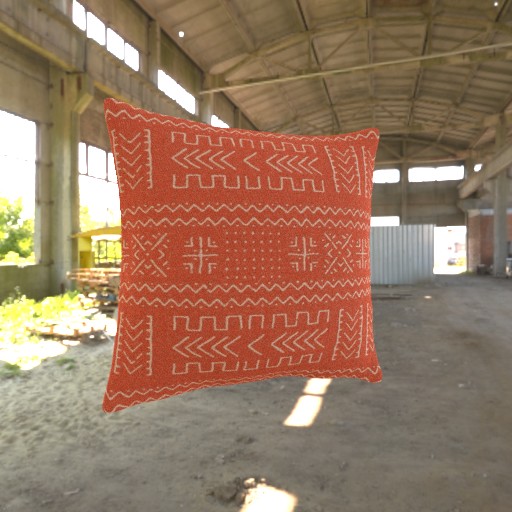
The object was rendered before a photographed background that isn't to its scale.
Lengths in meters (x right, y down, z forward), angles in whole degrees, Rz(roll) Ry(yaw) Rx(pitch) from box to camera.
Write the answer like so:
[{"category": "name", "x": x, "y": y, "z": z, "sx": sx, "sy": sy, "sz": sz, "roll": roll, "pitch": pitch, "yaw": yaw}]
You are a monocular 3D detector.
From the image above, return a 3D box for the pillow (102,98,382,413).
[{"category": "pillow", "x": 0.000, "y": 0.000, "z": 0.668, "sx": 0.438, "sy": 0.429, "sz": 0.164, "roll": 0, "pitch": 0, "yaw": -18}]
